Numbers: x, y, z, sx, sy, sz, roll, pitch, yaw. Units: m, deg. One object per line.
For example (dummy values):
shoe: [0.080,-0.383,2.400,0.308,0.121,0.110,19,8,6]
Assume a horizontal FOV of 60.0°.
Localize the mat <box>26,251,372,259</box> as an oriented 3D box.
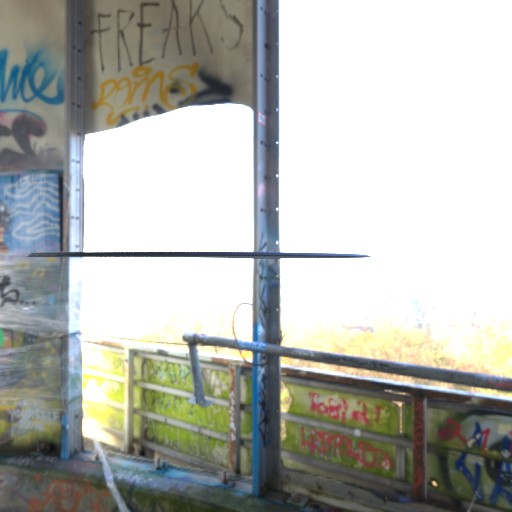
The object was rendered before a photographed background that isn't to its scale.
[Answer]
mat: [0.000,0.000,1.891,0.917,0.016,1.525,-1,-1,35]
